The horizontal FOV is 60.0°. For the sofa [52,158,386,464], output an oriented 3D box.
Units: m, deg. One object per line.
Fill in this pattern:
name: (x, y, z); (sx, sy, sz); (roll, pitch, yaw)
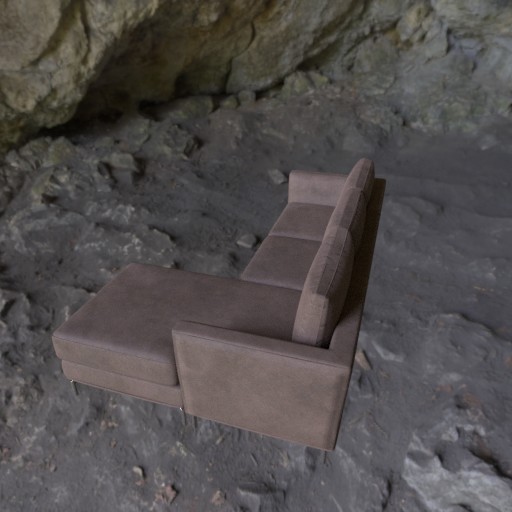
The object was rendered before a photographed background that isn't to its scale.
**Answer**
sofa: (0.000, 0.000, 3.198); (1.622, 0.987, 2.438); (9, 31, 15)
